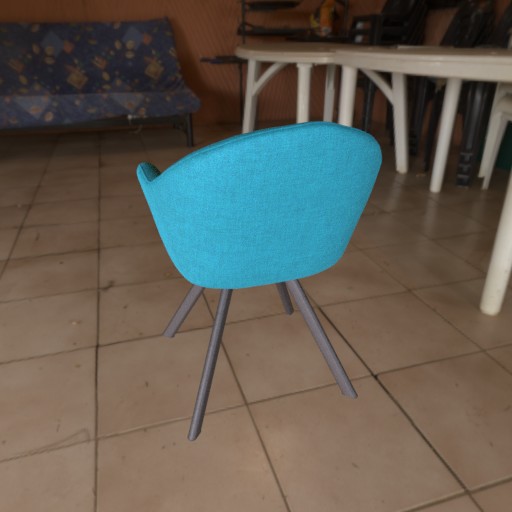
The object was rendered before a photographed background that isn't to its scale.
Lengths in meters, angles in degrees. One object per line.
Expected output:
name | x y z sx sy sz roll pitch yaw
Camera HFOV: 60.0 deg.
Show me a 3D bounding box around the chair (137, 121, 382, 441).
chair | 0.000 0.000 1.179 0.545 0.775 0.565 -8 27 -17
